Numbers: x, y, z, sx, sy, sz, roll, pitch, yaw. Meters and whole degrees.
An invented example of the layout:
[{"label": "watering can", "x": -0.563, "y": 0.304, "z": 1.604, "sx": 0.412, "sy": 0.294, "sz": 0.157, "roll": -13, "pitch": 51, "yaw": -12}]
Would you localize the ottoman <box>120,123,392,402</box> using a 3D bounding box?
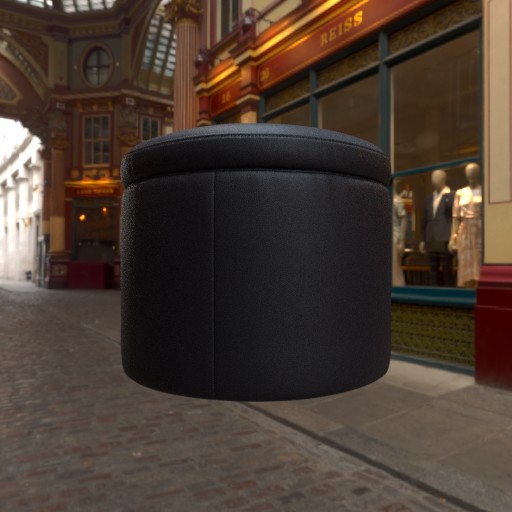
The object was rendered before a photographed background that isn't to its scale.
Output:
[{"label": "ottoman", "x": 0.000, "y": 0.000, "z": 0.857, "sx": 0.501, "sy": 0.409, "sz": 0.501, "roll": 0, "pitch": 0, "yaw": 0}]
